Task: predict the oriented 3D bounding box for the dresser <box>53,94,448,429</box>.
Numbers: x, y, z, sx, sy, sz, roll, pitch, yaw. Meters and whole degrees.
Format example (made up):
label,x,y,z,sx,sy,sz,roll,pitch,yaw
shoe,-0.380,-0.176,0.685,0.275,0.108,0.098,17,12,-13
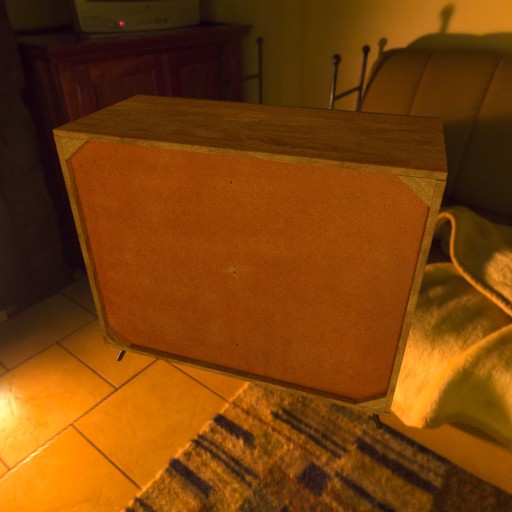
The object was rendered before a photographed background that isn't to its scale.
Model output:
label,x,y,z,sx,sy,sz,roll,pitch,yaw
dresser,0.000,0.000,1.419,0.967,0.847,0.446,10,33,15
